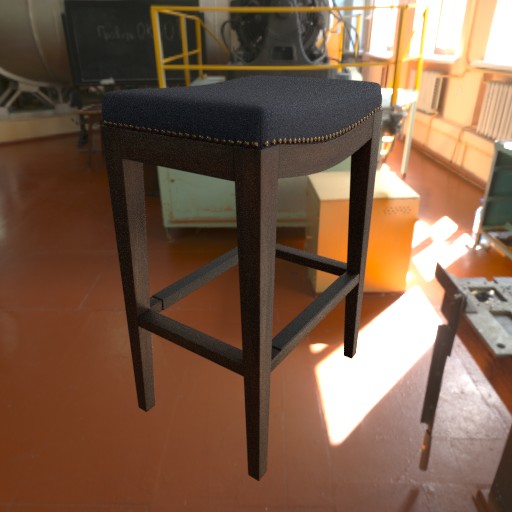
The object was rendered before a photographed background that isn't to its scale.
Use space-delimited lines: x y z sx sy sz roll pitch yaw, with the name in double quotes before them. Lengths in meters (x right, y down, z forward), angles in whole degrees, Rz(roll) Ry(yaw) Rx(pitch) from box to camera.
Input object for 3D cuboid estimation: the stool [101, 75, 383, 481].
"stool" 0.000 0.000 1.020 0.358 0.740 0.498 17 31 31
